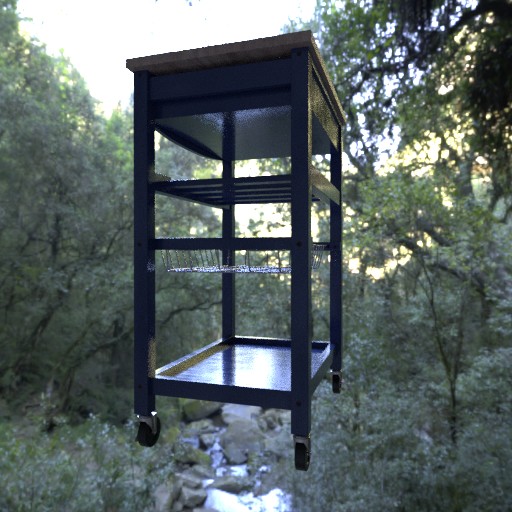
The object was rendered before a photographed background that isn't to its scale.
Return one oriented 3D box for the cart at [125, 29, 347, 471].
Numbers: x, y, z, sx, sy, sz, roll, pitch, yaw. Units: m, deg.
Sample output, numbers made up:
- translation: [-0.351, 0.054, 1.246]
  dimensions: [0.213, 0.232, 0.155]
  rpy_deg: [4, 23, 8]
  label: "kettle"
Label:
- translation: [0.000, 0.000, 1.158]
  dimensions: [0.403, 0.839, 0.584]
  rpy_deg: [0, 0, 18]
  label: "cart"
